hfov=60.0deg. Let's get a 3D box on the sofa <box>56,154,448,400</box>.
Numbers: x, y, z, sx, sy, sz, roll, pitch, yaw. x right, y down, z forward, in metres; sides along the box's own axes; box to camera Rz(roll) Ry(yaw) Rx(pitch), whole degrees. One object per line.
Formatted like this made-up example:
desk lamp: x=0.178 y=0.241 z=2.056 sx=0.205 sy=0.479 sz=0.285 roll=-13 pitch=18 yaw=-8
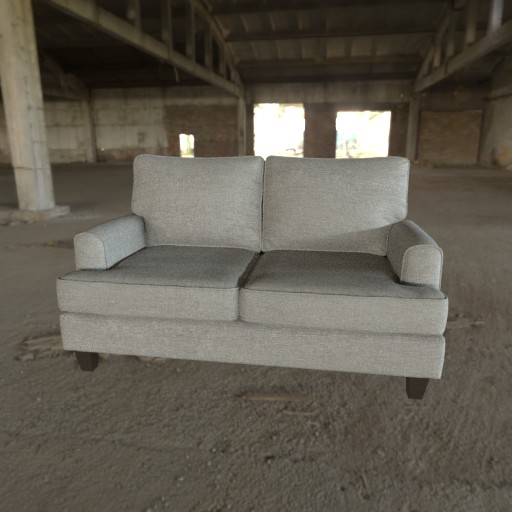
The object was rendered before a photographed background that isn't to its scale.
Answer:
sofa: x=0.000 y=0.000 z=2.209 sx=1.651 sy=0.965 sz=0.965 roll=2 pitch=15 yaw=9
